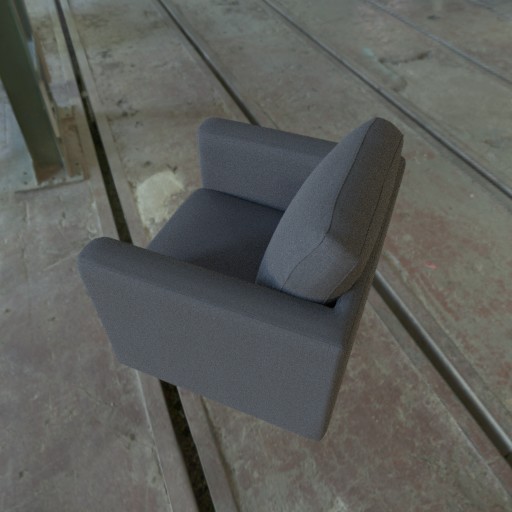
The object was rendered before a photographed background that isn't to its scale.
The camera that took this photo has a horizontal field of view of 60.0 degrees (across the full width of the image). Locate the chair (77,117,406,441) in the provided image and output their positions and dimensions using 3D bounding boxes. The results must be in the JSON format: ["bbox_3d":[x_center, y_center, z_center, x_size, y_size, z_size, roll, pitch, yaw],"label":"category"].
[{"bbox_3d":[0.000,0.000,1.548,0.800,0.927,0.854,17,49,15],"label":"chair"}]
